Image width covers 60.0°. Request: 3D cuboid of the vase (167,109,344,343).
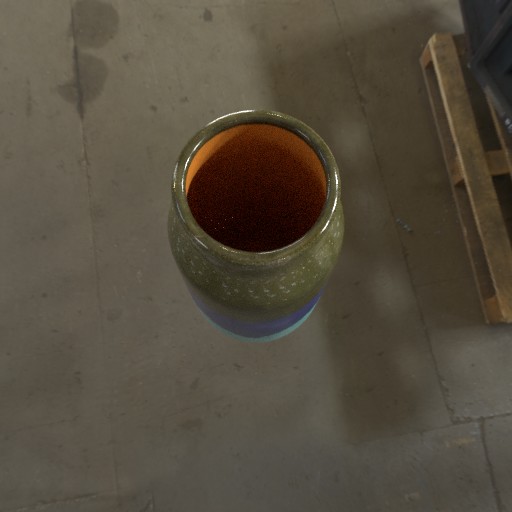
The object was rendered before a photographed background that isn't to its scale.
[{"bbox_3d":[0.000,0.000,0.391,0.139,0.313,0.139,0,75,0],"label":"vase"}]
